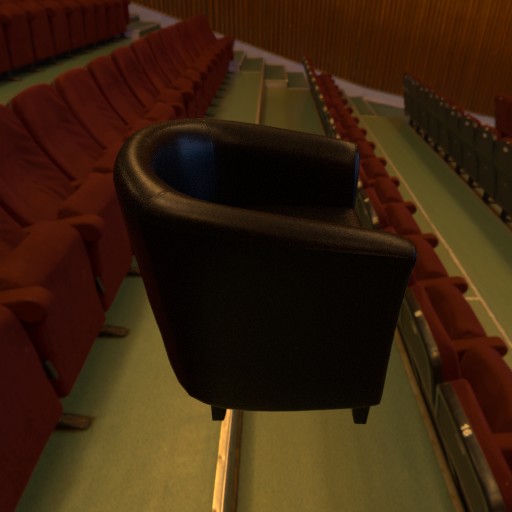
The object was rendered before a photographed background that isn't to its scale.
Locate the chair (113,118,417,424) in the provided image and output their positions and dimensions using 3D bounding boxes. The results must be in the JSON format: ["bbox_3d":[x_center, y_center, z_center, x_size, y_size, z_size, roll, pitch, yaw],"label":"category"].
[{"bbox_3d":[0.000,0.000,1.396,0.727,0.756,0.793,1,31,1],"label":"chair"}]
